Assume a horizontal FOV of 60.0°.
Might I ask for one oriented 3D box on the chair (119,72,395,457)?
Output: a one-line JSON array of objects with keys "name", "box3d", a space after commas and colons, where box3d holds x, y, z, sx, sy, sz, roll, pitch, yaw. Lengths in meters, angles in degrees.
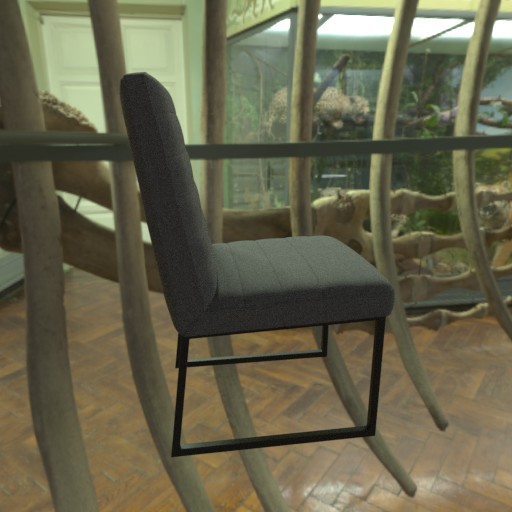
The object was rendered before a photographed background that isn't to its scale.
[{"name": "chair", "box3d": [0.000, 0.000, 1.271, 0.634, 0.930, 0.520, -2, 17, -8]}]
